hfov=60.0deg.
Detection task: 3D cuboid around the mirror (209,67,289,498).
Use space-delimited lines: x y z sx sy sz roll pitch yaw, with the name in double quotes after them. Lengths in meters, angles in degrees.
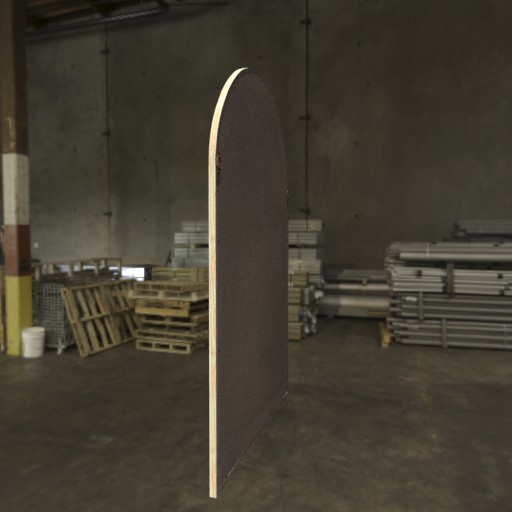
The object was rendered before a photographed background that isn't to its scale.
0.000 0.000 1.135 0.032 0.915 0.609 1 2 17 "mirror"
